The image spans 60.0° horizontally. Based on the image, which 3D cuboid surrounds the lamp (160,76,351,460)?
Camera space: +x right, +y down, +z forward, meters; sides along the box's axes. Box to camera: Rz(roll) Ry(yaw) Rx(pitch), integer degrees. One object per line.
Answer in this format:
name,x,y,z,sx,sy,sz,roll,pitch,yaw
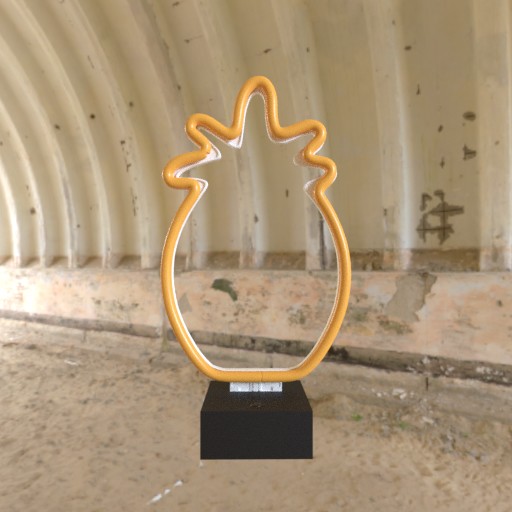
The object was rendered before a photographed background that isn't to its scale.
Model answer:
lamp,0.000,0.000,0.390,0.167,0.317,0.088,0,0,-1
